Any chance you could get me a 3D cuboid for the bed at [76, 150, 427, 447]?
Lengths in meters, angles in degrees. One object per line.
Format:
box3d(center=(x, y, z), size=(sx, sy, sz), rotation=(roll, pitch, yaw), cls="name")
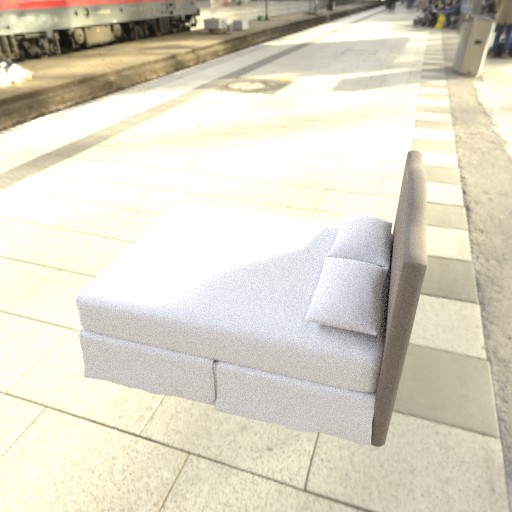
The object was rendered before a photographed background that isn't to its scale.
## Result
box3d(center=(0.000, 0.000, 3.265), size=(2.128, 1.441, 1.744), rotation=(9, 33, 14), cls="bed")
